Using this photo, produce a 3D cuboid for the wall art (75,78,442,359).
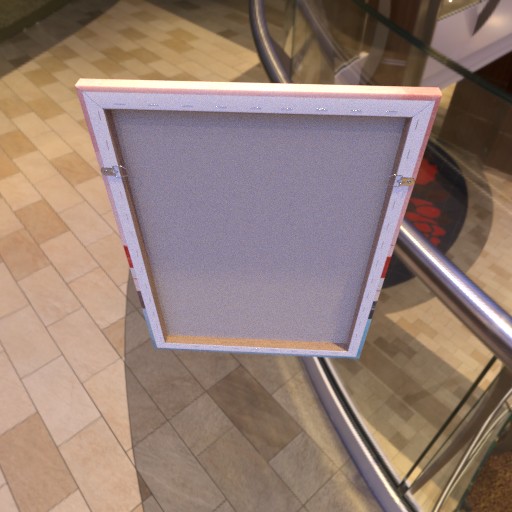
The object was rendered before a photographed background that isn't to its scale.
[{"bbox_3d":[0.000,0.000,1.292,0.761,1.016,0.039,2,46,2],"label":"wall art"}]
